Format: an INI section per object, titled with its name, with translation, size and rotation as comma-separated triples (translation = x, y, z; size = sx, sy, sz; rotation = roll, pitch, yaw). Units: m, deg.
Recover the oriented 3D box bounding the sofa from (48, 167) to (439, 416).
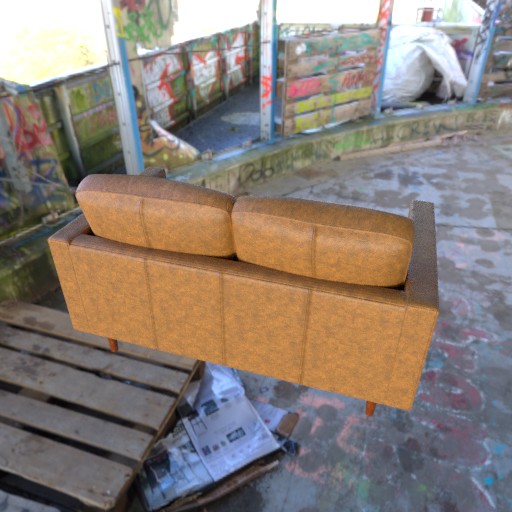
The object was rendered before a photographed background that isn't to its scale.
[sofa]
translation = 0.000, 0.000, 2.155
size = 1.578, 0.951, 0.909
rotation = 10, 34, 15
